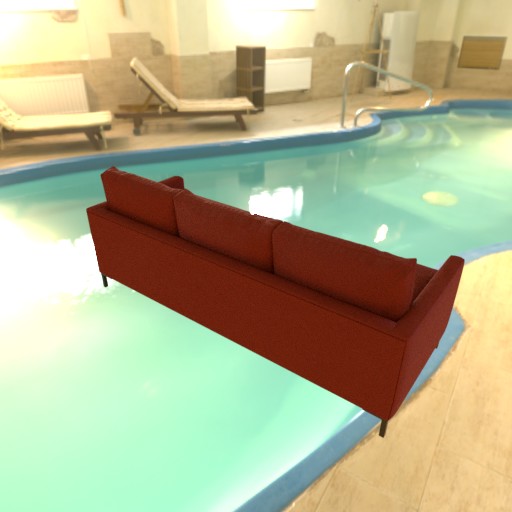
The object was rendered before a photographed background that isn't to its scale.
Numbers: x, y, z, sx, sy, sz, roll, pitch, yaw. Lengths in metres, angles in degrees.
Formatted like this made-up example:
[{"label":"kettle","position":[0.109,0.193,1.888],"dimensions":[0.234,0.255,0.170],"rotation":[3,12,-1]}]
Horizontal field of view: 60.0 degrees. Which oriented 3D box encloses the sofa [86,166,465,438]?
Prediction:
[{"label":"sofa","position":[0.000,0.000,2.775],"dimensions":[2.252,0.879,0.875],"rotation":[20,35,32]}]
